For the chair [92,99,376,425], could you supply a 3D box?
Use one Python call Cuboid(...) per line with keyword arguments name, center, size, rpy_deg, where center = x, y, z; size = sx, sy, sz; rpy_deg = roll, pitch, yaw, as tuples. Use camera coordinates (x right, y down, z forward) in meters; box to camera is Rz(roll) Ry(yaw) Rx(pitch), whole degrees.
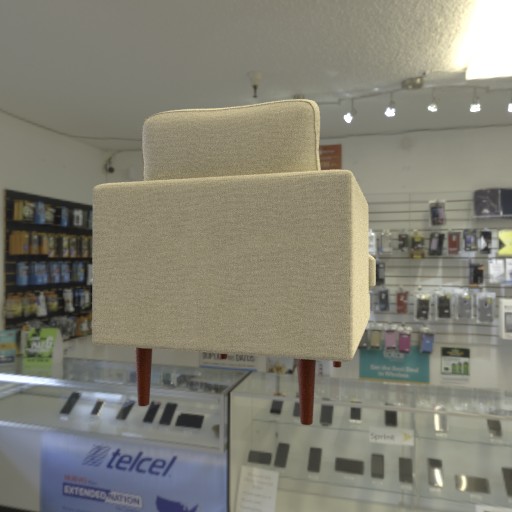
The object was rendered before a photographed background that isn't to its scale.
Cuboid(name="chair", center=(0.000, 0.000, 1.705), size=(0.858, 0.957, 0.899), rpy_deg=(0, 0, 17))
